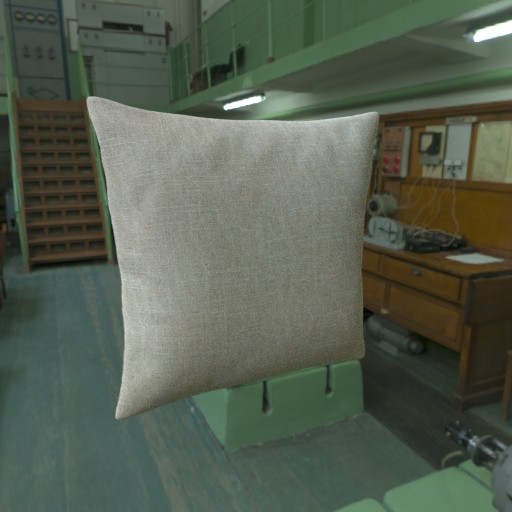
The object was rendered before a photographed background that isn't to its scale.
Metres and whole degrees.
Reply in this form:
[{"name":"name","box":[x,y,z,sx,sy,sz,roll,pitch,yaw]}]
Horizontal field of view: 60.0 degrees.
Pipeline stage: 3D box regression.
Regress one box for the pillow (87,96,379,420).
[{"name":"pillow","box":[0.000,0.000,0.782,0.523,0.506,0.166,-6,15,-26]}]
